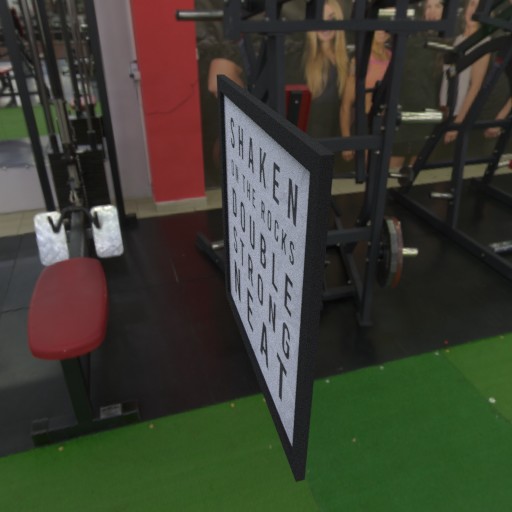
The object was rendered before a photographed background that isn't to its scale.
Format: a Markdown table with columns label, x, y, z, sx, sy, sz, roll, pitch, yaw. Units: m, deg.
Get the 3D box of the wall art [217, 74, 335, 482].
| label | x | y | z | sx | sy | sz | roll | pitch | yaw |
| --- | --- | --- | --- | --- | --- | --- | --- | --- | --- |
| wall art | 0.000 | 0.000 | 0.681 | 0.013 | 0.458 | 0.456 | -8 | 31 | -13 |
